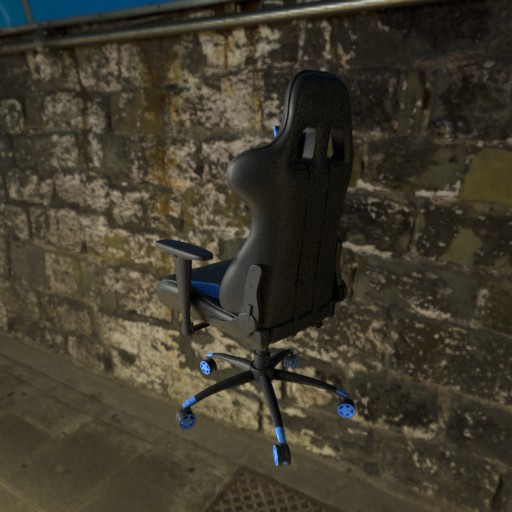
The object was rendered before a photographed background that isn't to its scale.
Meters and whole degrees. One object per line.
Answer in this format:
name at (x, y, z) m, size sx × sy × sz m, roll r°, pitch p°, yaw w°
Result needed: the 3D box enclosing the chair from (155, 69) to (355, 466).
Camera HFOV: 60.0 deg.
chair at (0.000, 0.000, 1.706) m, size 0.695 × 1.282 × 0.730 m, roll -15°, pitch 22°, yaw -42°
